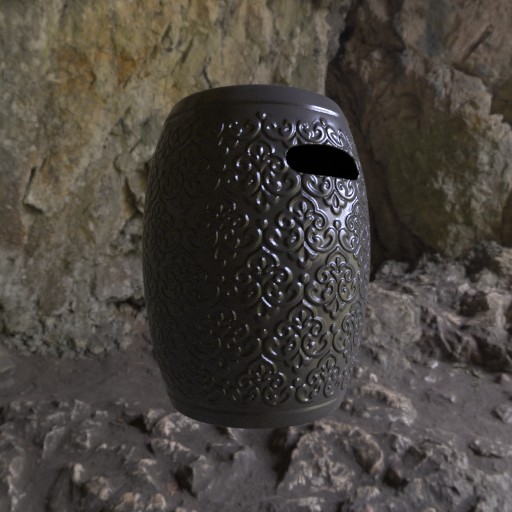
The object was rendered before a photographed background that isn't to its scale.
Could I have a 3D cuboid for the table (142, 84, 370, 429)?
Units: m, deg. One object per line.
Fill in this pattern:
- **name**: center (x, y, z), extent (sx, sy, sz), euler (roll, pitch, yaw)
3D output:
- **table**: center (0.000, 0.000, 0.619), extent (0.309, 0.397, 0.309), euler (0, 1, 0)
